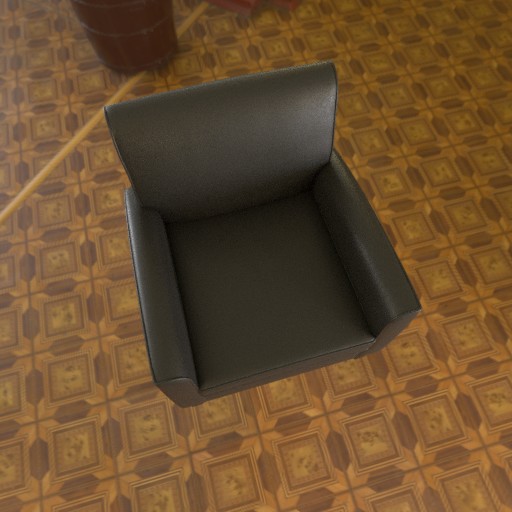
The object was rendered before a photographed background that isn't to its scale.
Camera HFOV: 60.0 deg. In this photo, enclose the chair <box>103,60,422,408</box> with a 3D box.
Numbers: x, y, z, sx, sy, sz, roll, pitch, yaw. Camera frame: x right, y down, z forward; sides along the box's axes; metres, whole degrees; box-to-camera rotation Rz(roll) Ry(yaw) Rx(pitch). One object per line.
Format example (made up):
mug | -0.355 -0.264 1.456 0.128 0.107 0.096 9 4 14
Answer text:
chair | 0.000 0.000 1.598 0.820 0.916 0.819 -14 65 -7
